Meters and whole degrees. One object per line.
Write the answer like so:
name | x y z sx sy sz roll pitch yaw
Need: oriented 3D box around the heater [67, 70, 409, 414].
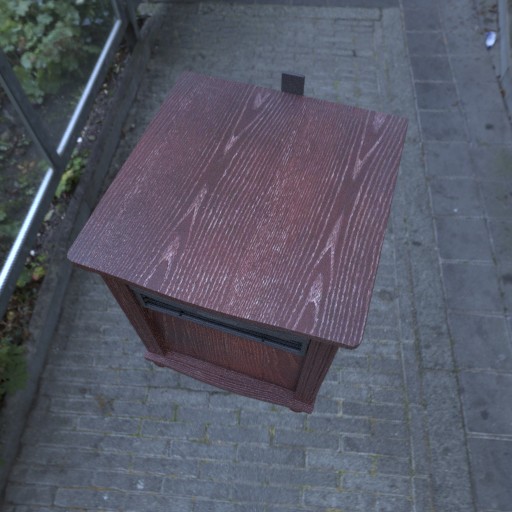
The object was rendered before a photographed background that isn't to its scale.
heater | 0.000 0.000 0.774 0.362 0.481 0.400 16 60 9
